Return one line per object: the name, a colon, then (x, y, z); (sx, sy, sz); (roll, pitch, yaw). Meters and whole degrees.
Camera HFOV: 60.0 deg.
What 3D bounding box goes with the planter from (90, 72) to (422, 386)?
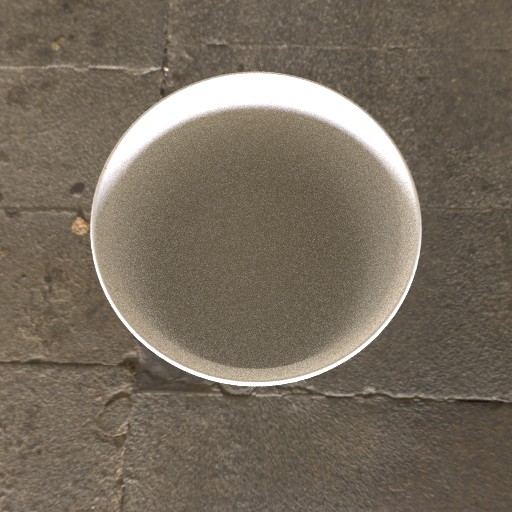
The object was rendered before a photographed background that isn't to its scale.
planter: (0.000, 0.000, 0.486); (0.268, 0.270, 0.268); (0, 75, 0)
